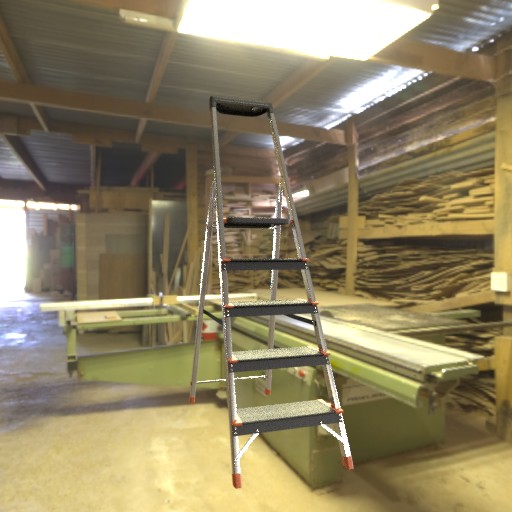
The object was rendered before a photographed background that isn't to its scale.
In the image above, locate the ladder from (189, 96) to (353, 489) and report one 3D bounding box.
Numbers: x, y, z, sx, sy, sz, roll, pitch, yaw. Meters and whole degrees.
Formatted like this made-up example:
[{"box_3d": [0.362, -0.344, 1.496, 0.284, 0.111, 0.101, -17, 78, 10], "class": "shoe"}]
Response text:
[{"box_3d": [0.000, 0.000, 2.111, 0.480, 1.646, 0.995, 0, 0, -18], "class": "ladder"}]
